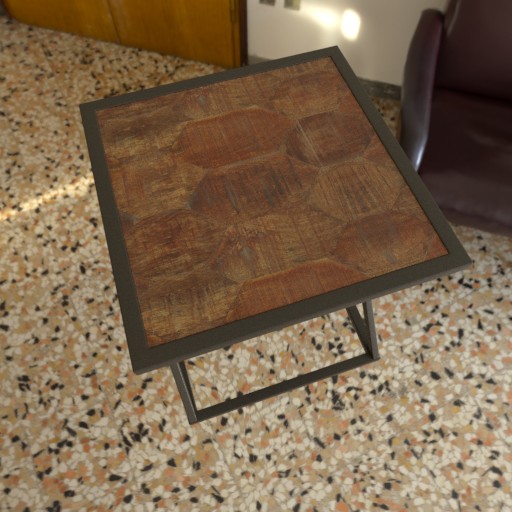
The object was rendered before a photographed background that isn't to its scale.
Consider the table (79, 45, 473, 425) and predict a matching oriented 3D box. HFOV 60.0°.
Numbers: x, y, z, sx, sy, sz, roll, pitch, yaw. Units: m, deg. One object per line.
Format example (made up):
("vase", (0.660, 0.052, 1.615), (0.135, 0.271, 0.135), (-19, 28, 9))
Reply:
("table", (0.000, 0.000, 0.966), (0.500, 0.565, 0.500), (-16, 64, -8))
